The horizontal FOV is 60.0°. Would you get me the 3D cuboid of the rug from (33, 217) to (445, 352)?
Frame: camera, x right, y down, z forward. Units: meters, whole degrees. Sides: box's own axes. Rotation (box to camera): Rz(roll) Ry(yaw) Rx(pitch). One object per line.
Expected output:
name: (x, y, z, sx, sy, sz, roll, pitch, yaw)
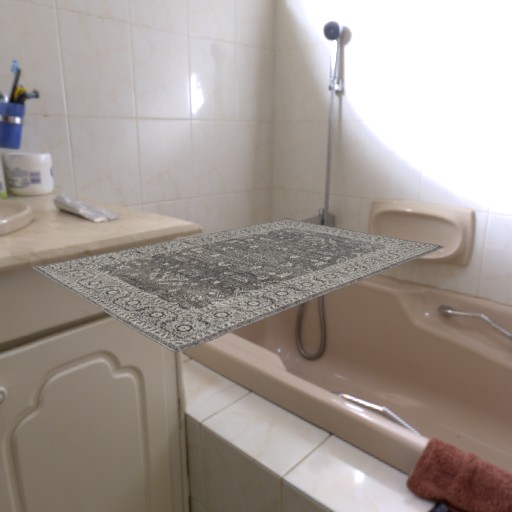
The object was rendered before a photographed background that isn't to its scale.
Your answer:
rug: (0.000, 0.000, 2.317, 1.828, 0.019, 1.209, -14, 21, -42)
